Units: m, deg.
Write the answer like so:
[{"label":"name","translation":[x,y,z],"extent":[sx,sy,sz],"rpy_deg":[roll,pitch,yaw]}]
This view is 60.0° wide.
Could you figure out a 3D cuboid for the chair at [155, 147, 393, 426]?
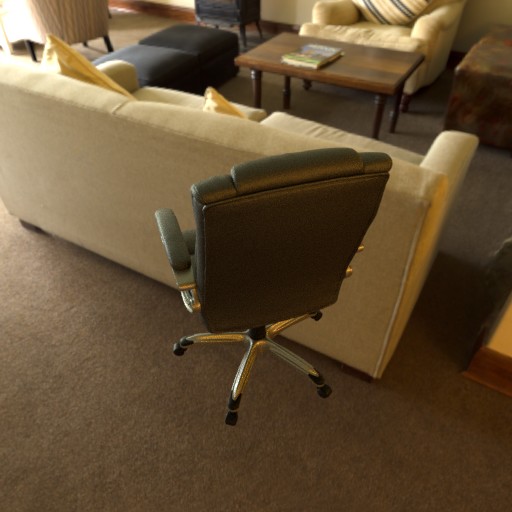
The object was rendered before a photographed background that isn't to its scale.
[{"label":"chair","translation":[0.000,0.000,1.625],"extent":[0.721,1.130,0.719],"rpy_deg":[-11,43,-12]}]
